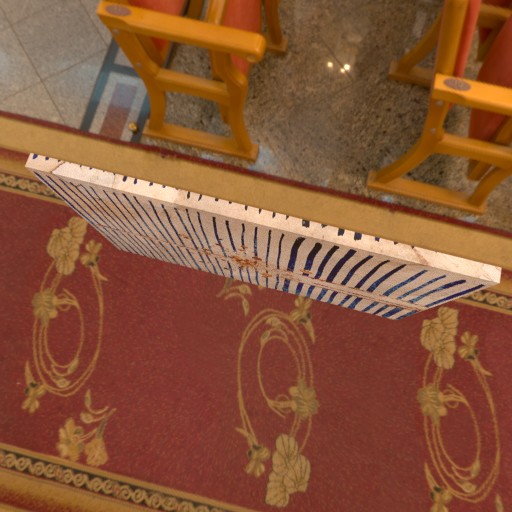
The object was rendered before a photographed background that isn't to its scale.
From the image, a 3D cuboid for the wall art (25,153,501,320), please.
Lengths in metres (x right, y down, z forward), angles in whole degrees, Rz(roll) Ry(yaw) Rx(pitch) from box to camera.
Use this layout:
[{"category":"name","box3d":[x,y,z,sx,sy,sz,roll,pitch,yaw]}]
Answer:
[{"category":"wall art","box3d":[0.000,0.000,1.129,0.919,0.609,0.030,14,76,4]}]
